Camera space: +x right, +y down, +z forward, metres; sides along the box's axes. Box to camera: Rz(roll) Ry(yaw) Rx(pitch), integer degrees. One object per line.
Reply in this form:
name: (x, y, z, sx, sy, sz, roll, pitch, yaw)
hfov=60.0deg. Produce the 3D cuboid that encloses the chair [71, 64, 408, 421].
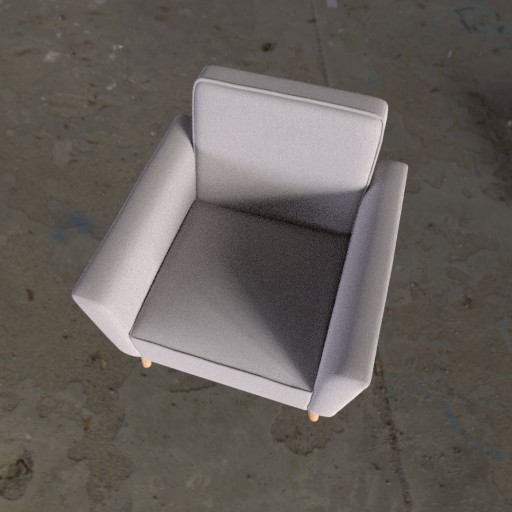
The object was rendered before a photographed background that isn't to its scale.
chair: (0.000, 0.000, 1.411, 0.780, 0.780, 0.750, 15, 60, 9)
